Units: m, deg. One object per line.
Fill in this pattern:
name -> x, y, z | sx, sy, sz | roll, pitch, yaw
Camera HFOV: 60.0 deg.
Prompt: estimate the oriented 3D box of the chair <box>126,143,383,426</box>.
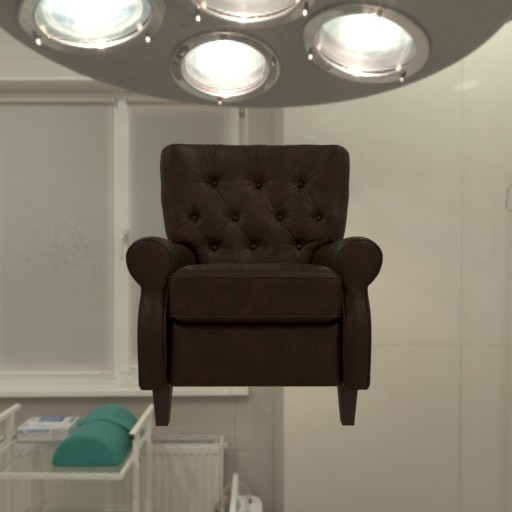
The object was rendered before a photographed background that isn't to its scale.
chair -> 0.000, 0.000, 1.949 | 0.948, 1.158, 1.058 | 0, 1, 0
